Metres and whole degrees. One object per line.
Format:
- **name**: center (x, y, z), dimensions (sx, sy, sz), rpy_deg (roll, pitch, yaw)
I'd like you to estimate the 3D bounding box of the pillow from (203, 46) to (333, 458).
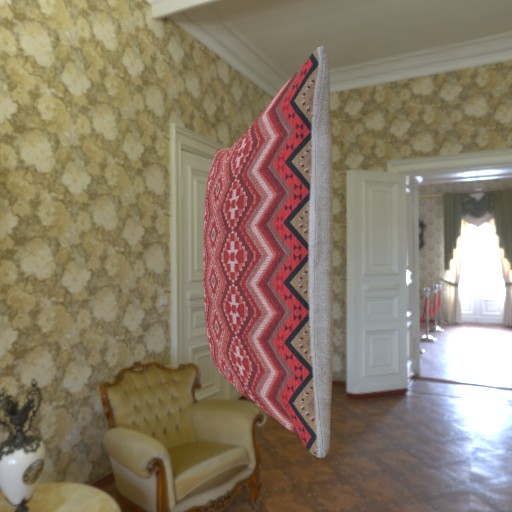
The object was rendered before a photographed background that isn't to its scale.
- **pillow**: center (0.000, 0.000, 0.787), dimensions (0.158, 0.511, 0.513), rpy_deg (0, -2, -19)
